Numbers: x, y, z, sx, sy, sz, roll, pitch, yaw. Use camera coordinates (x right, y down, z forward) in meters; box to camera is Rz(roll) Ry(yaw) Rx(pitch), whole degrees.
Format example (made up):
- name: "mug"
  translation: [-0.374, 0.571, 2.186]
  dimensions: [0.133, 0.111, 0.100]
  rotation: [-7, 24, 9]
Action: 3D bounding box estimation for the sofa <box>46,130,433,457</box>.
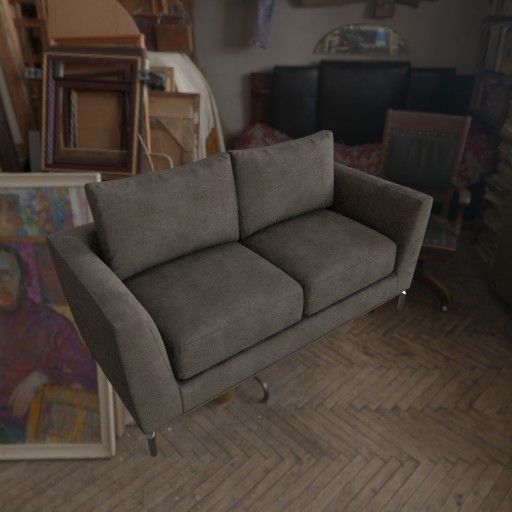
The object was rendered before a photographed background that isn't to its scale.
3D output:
- name: "sofa"
  translation: [0.000, 0.000, 2.353]
  dimensions: [1.832, 1.013, 0.855]
  rotation: [-21, 37, -31]
